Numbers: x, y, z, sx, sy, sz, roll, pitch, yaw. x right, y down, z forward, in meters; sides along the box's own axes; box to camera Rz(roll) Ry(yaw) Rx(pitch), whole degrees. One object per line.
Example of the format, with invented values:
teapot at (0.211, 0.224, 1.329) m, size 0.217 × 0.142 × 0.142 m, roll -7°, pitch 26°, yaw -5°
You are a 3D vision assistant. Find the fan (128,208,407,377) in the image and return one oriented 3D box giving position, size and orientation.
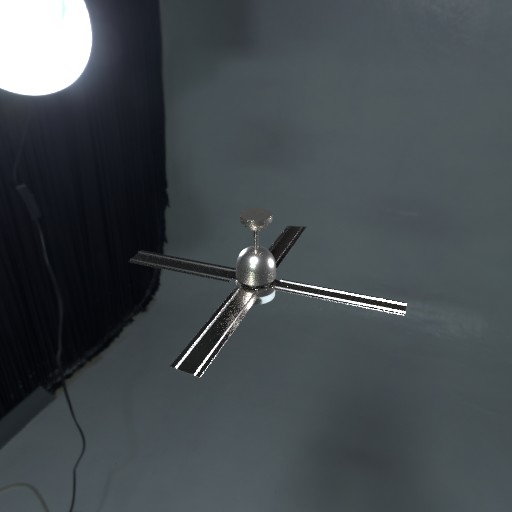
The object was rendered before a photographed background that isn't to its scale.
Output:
fan at (0.000, 0.000, 2.013) m, size 1.346 × 0.406 × 1.346 m, roll 9°, pitch 29°, yaw 17°
